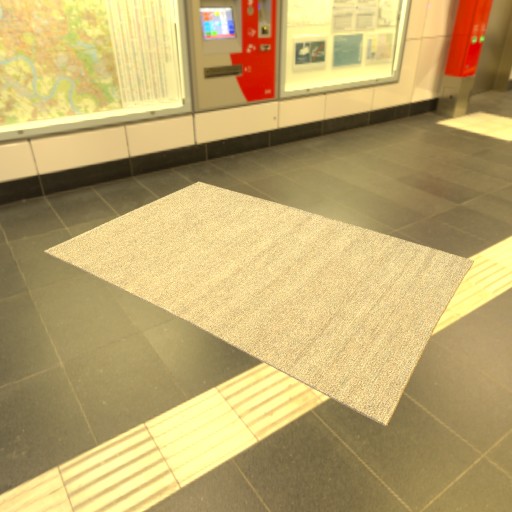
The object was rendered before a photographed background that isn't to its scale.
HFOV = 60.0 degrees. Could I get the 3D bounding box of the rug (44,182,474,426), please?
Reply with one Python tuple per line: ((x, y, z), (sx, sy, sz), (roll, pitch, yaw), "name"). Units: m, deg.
((0.000, 0.000, 2.216), (1.820, 0.022, 1.179), (20, 36, 30), "rug")
